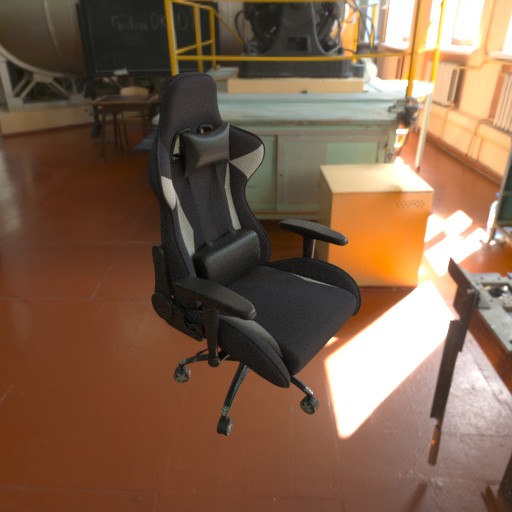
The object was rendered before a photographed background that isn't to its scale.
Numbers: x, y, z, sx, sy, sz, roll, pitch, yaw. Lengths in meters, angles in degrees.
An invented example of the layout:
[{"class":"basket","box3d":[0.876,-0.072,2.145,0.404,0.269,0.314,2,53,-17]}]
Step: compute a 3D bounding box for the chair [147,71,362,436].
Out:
[{"class":"chair","box3d":[0.000,0.000,1.727,0.695,1.300,0.730,18,32,32]}]
